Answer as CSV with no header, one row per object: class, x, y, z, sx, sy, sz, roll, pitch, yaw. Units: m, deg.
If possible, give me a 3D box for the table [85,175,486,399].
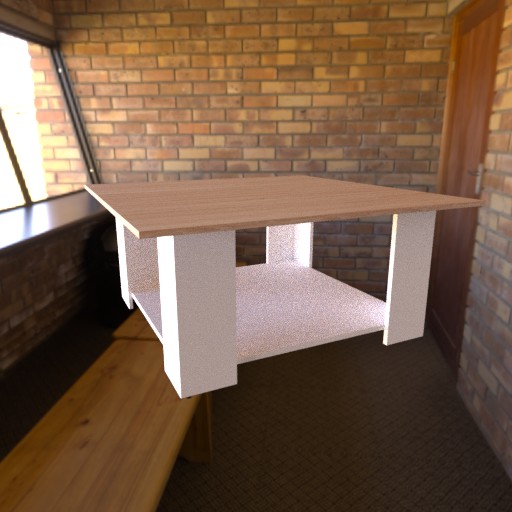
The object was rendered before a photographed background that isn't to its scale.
table,0.000,0.000,1.050,0.670,0.305,0.670,-7,17,-25
